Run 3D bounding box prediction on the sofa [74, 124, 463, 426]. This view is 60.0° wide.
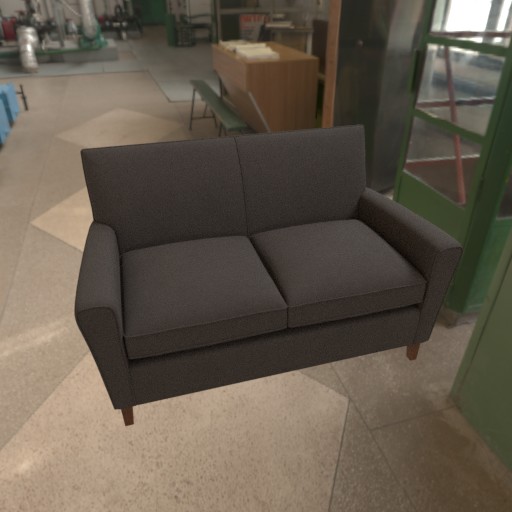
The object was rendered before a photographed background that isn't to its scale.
[{"bbox_3d":[0.000,0.000,1.966,1.420,0.846,0.871,-9,34,-13],"label":"sofa"}]
